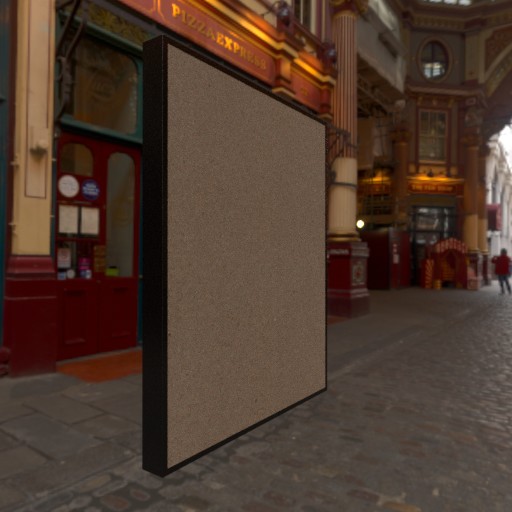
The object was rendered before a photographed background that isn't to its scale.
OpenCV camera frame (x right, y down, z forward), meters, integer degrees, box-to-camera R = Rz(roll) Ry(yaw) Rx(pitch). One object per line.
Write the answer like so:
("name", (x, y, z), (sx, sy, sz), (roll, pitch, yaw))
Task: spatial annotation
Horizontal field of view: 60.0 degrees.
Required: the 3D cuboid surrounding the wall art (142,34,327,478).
("wall art", (0.000, 0.000, 0.742), (0.038, 0.551, 0.448), (0, 0, 36))
